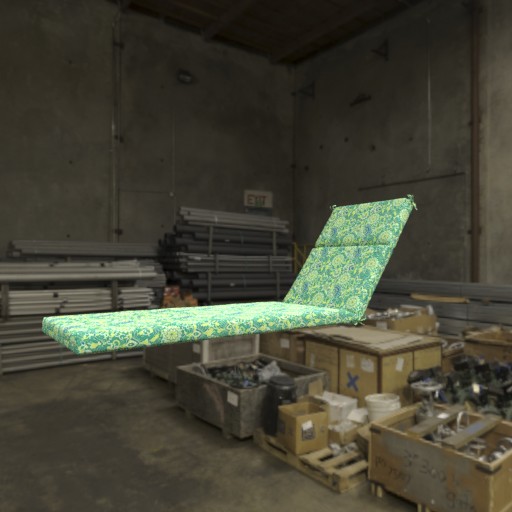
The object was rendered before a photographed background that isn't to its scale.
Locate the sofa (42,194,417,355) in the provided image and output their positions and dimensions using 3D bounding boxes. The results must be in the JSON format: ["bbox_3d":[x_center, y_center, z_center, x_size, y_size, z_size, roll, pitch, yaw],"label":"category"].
[{"bbox_3d":[0.000,0.000,1.981,1.663,0.622,0.582,1,-1,-36],"label":"sofa"}]
